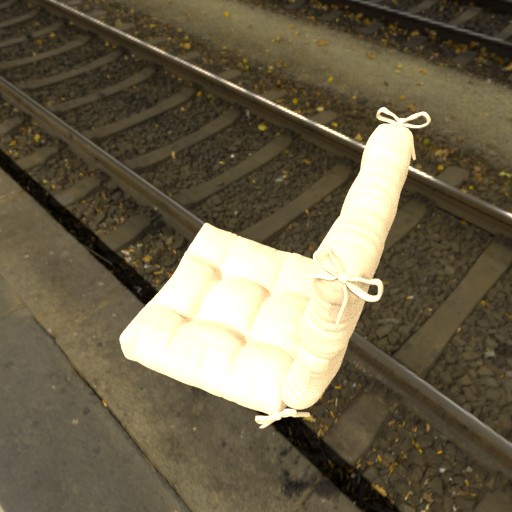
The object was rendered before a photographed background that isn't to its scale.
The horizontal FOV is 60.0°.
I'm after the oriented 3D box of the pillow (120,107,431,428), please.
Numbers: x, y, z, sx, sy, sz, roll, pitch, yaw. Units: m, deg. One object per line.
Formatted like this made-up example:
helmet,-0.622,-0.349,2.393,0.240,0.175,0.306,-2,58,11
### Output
pillow,0.000,0.000,1.022,0.571,0.605,0.519,17,49,16
